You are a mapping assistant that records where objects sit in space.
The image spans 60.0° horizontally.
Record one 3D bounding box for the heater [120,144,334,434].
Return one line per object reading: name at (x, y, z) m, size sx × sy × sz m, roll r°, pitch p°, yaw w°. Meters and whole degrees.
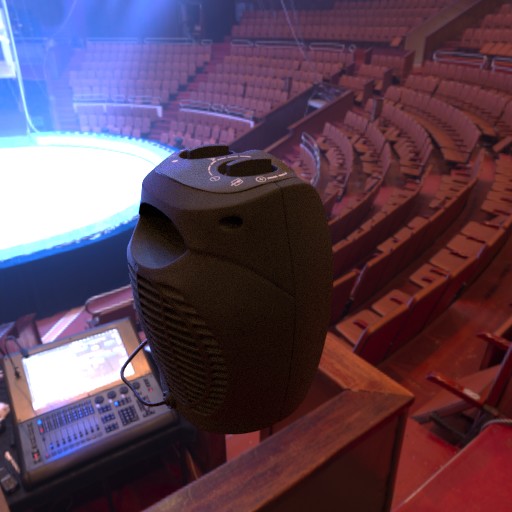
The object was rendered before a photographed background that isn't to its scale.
heater at (0.000, 0.000, 0.463) m, size 0.291 × 0.240 × 0.239 m, roll -18°, pitch 31°, yaw -33°
